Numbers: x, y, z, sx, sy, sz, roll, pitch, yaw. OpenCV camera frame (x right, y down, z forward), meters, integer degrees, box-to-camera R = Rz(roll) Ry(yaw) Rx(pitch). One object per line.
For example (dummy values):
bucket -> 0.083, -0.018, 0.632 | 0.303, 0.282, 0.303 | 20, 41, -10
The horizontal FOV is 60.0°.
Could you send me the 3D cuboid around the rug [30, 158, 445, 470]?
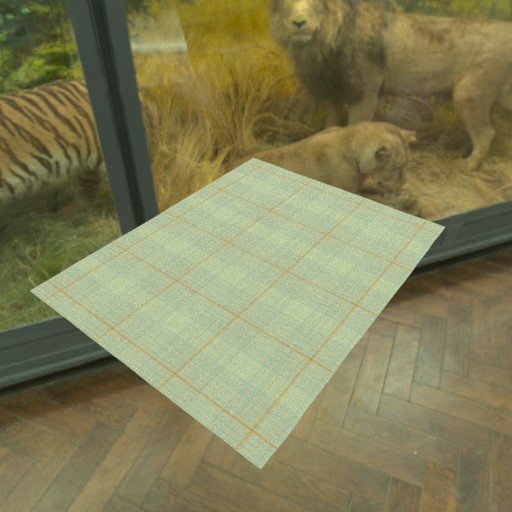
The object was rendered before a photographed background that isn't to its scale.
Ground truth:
rug -> 0.000, 0.000, 4.075 | 2.448, 0.021, 3.051 | 26, 46, 28
